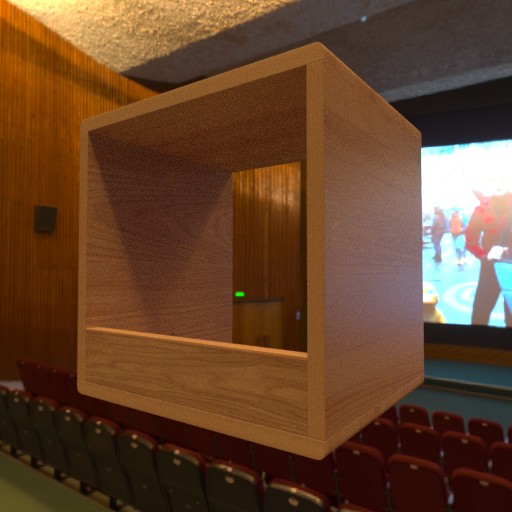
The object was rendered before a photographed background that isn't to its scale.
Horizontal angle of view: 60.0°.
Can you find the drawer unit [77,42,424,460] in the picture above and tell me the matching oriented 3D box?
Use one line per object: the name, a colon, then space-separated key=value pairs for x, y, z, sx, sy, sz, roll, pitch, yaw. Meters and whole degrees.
drawer unit: x=0.000 y=0.000 z=0.578 sx=0.344 sy=0.344 sz=0.290 roll=-1 pitch=-2 yaw=36
